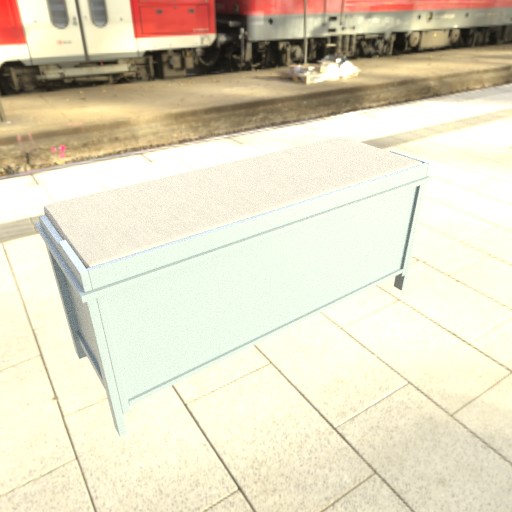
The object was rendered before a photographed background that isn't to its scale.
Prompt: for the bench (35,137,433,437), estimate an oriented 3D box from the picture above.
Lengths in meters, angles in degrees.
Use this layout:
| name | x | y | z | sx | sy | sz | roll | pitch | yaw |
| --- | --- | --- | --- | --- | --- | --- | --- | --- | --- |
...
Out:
| name | x | y | z | sx | sy | sz | roll | pitch | yaw |
| --- | --- | --- | --- | --- | --- | --- | --- | --- | --- |
| bench | 0.000 | 0.000 | 1.410 | 1.140 | 0.501 | 0.398 | -20 | 36 | -30 |
